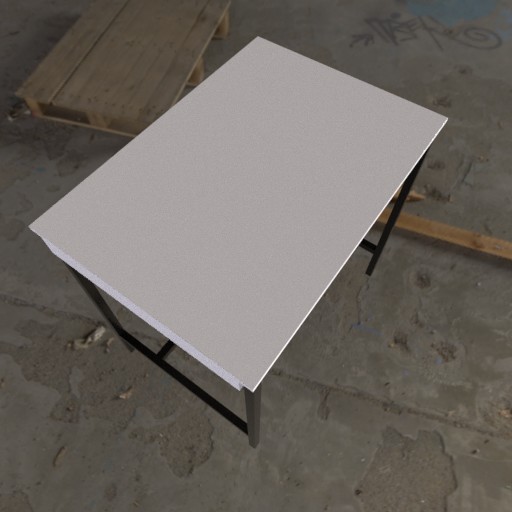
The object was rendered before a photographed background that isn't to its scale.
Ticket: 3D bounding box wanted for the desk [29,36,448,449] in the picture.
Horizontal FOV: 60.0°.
[{"bbox_3d":[0.000,0.000,1.325,0.573,0.766,0.811,32,64,18],"label":"desk"}]
